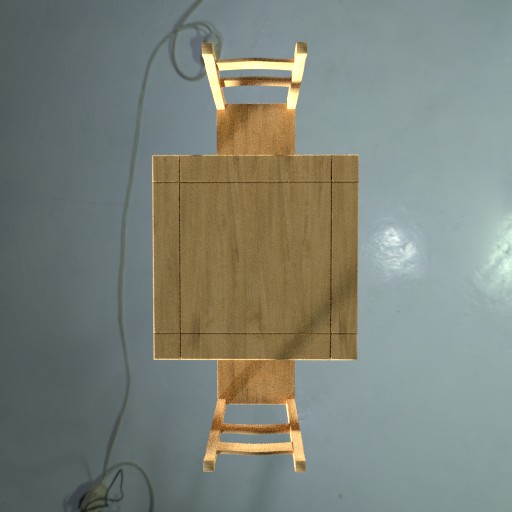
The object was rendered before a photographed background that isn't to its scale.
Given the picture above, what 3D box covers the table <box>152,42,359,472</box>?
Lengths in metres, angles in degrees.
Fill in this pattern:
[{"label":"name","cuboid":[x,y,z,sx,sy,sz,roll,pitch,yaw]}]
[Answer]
[{"label":"table","cuboid":[0.000,0.000,2.018,0.813,0.942,1.501,0,92,1]}]
